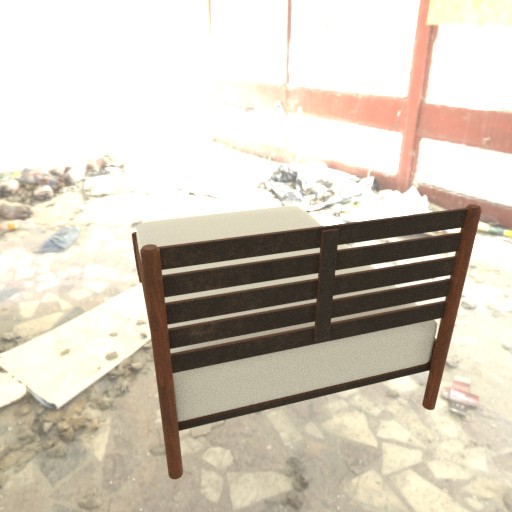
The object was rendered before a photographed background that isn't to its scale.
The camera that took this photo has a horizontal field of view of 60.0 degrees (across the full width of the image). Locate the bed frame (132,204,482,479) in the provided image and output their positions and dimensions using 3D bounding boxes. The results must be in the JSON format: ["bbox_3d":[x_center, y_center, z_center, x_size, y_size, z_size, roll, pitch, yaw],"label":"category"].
[{"bbox_3d":[0.000,0.000,3.193,1.655,1.321,2.234,-8,27,-16],"label":"bed frame"}]
